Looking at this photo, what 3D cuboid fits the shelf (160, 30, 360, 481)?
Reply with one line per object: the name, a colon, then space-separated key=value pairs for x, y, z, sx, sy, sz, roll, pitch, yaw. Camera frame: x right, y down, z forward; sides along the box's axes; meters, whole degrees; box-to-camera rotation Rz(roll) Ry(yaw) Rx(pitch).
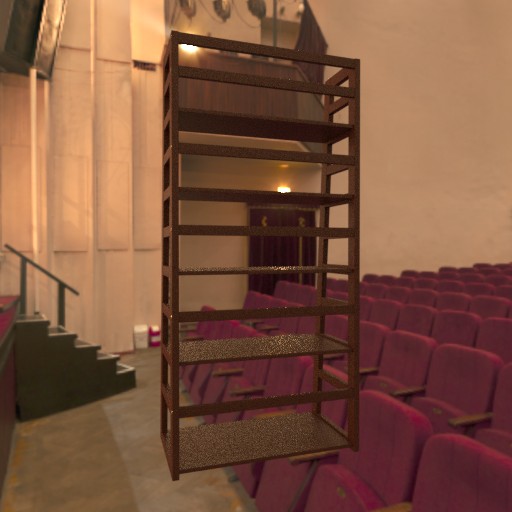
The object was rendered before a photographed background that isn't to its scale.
shelf: x=0.000 y=0.000 z=1.880 sx=0.763 sy=1.600 sz=0.403 roll=0 pitch=1 yaw=-18
